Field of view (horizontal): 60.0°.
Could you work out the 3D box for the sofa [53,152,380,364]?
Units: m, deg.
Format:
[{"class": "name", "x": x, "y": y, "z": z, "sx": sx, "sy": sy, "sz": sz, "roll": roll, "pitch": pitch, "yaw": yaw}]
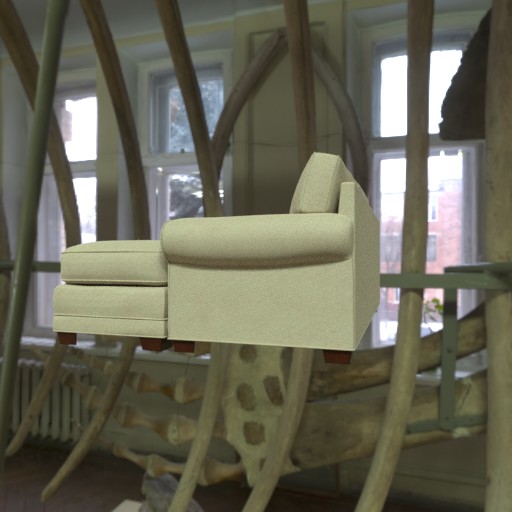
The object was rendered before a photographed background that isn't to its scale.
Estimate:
[{"class": "sofa", "x": 0.000, "y": 0.000, "z": 2.417, "sx": 1.226, "sy": 0.734, "sz": 1.770, "roll": 0, "pitch": 0, "yaw": 18}]
